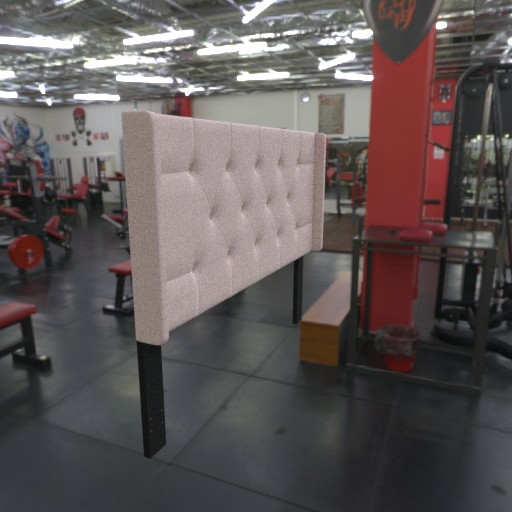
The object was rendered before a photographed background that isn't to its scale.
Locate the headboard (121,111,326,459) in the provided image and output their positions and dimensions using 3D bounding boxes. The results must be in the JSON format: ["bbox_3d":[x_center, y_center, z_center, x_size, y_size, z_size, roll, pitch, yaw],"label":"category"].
[{"bbox_3d":[0.000,0.000,2.698,0.184,1.524,2.051,6,15,26],"label":"headboard"}]
